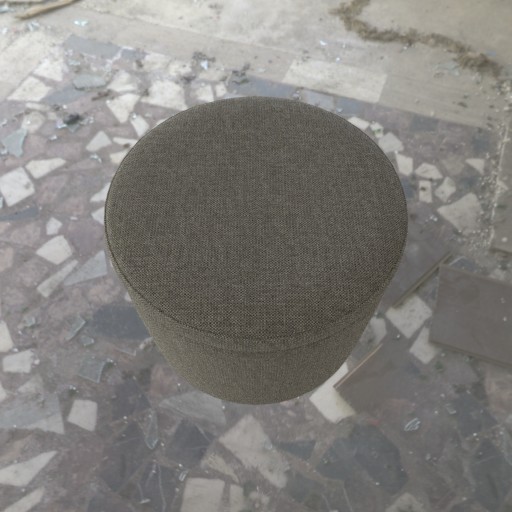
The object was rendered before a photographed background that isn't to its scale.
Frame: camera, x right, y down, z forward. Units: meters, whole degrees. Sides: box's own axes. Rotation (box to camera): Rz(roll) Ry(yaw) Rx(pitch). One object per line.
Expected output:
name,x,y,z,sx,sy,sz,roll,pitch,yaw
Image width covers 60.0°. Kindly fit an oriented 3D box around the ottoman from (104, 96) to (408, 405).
ottoman,0.000,0.000,0.917,0.520,0.430,0.520,0,59,0
